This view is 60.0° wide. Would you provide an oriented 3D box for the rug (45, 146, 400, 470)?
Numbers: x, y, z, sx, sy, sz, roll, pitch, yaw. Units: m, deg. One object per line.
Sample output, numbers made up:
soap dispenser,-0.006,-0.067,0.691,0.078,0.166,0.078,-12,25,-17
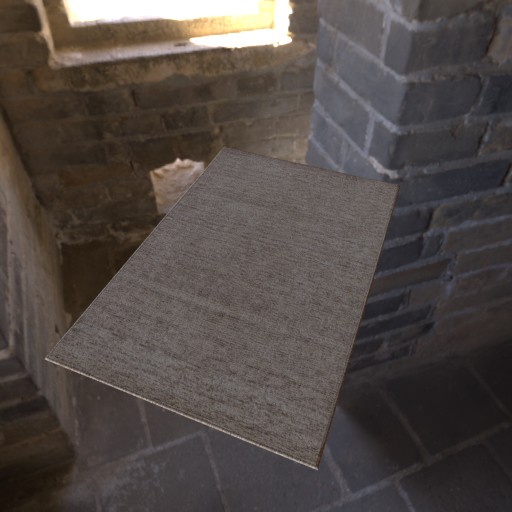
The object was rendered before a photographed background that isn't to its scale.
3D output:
rug,0.000,0.000,2.328,1.211,0.018,1.822,16,47,15
